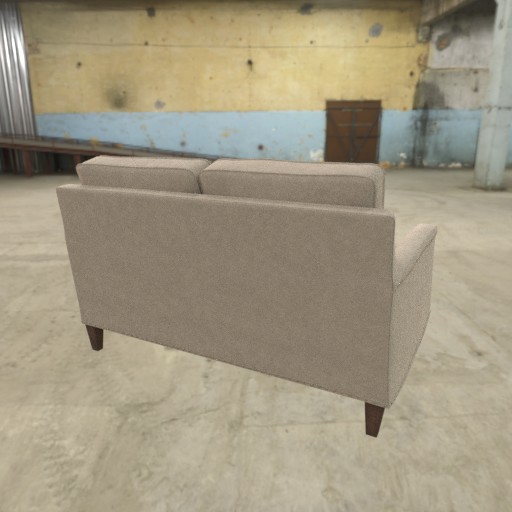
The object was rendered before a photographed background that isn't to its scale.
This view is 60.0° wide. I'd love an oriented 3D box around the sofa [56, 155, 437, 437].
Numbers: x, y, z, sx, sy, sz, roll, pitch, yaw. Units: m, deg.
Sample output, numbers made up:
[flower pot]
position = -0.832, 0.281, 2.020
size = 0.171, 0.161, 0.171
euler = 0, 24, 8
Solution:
[sofa]
position = 0.000, 0.000, 2.213
size = 1.597, 1.002, 1.084
euler = 8, 18, 27
